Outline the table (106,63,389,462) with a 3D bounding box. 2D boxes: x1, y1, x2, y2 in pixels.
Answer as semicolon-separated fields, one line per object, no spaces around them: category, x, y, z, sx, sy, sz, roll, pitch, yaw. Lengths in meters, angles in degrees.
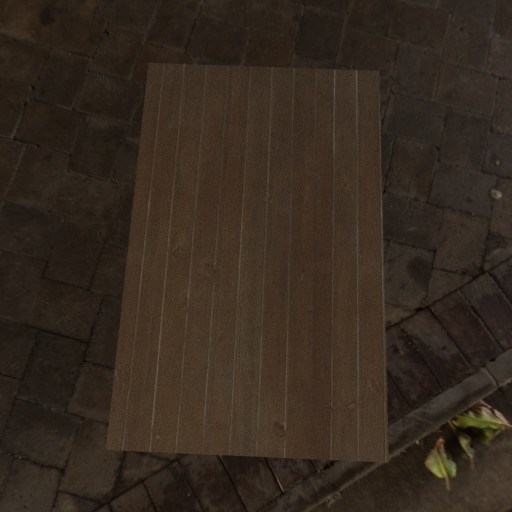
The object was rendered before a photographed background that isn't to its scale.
table;0.000;0.000;1.645;0.827;0.413;1.299;2;77;1
